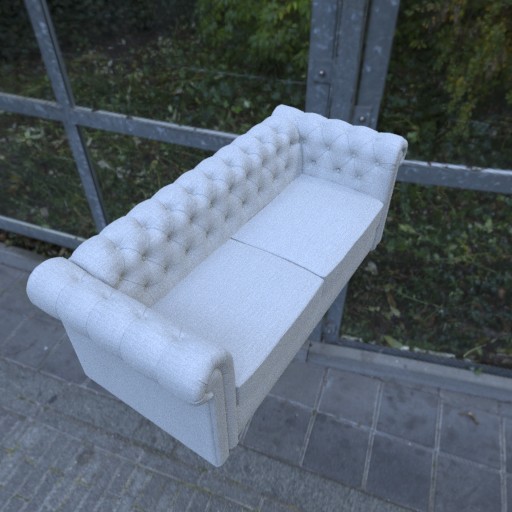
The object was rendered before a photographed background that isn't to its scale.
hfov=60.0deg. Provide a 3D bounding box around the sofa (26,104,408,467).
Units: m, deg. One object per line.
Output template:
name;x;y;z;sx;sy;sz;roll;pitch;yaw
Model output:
sofa;0.000;0.000;2.170;0.783;0.797;1.798;24;47;24
